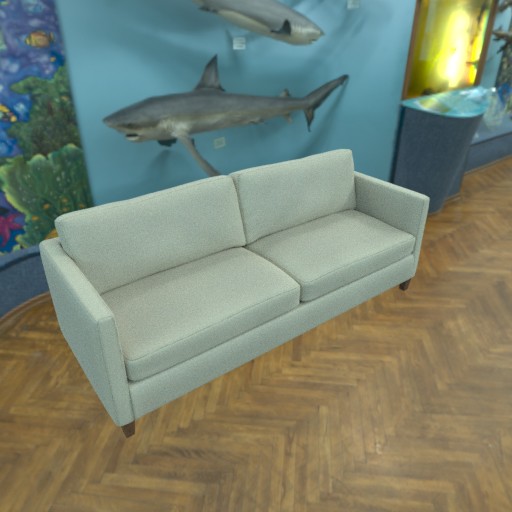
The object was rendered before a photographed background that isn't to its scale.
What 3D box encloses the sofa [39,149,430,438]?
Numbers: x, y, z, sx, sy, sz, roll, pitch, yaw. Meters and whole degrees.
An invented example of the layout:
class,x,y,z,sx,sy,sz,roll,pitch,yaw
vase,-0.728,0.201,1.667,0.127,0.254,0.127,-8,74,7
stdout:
class,x,y,z,sx,sy,sz,roll,pitch,yaw
sofa,0.000,0.000,2.880,2.361,0.968,0.951,-20,35,-31
